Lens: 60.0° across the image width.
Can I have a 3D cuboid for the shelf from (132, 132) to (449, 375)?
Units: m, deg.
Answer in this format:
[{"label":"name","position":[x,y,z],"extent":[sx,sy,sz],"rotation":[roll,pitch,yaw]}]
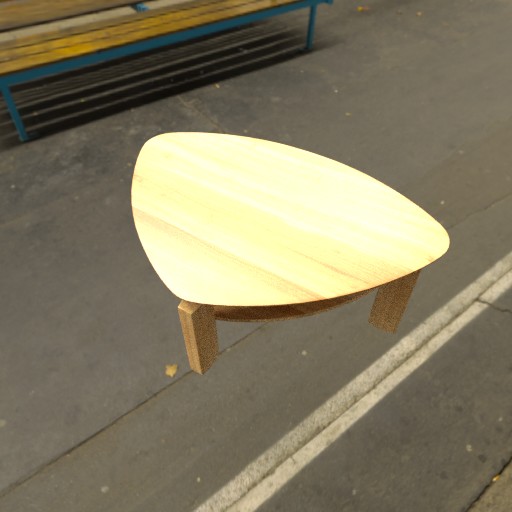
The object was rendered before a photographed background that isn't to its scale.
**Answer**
[{"label":"shelf","position":[0.000,0.000,1.703],"extent":[1.240,0.439,0.863],"rotation":[23,51,20]}]
